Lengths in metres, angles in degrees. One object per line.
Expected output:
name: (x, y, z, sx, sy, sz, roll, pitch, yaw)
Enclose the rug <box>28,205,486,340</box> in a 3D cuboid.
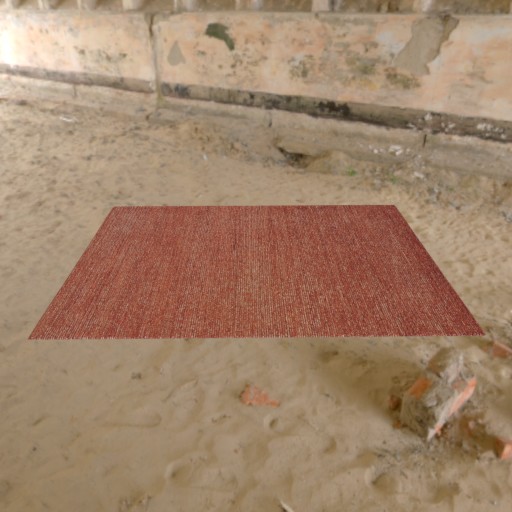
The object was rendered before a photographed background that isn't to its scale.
rug: (0.000, 0.000, 5.032, 3.965, 0.025, 2.803, 0, 30, -1)
